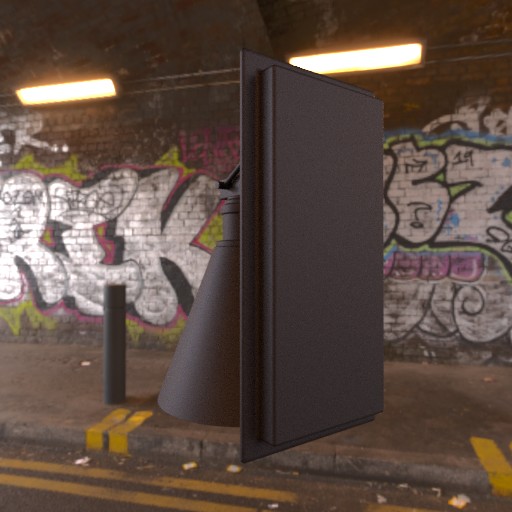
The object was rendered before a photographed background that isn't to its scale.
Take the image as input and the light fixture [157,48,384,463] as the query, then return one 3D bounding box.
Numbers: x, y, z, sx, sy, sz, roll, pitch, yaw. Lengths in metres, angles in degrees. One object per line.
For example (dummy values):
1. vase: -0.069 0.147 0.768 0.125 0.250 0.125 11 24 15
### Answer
1. light fixture: 0.000 0.000 0.427 0.170 0.298 0.207 0 0 -36
